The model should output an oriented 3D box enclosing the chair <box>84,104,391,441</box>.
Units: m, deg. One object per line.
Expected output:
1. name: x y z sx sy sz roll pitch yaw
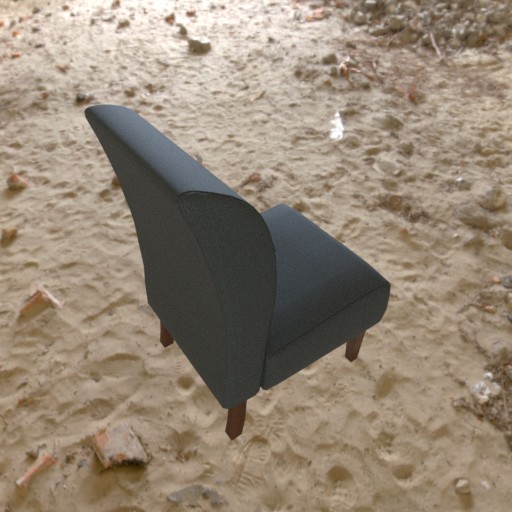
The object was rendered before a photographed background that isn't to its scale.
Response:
1. chair: 0.000 0.000 1.180 0.592 0.804 0.513 -26 47 -27
